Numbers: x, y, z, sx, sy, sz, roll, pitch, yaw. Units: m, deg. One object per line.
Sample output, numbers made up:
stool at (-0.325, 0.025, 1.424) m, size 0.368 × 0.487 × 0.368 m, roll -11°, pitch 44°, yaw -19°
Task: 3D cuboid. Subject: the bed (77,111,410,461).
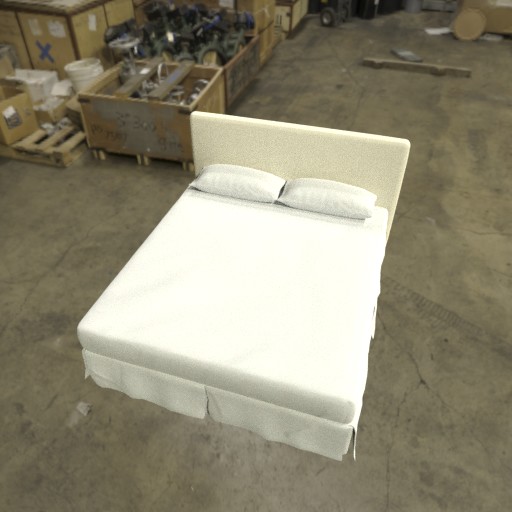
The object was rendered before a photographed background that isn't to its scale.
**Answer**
bed at (0.000, 0.000, 3.632) m, size 2.119 × 1.317 × 2.341 m, roll 12°, pitch 42°, yaw 13°
